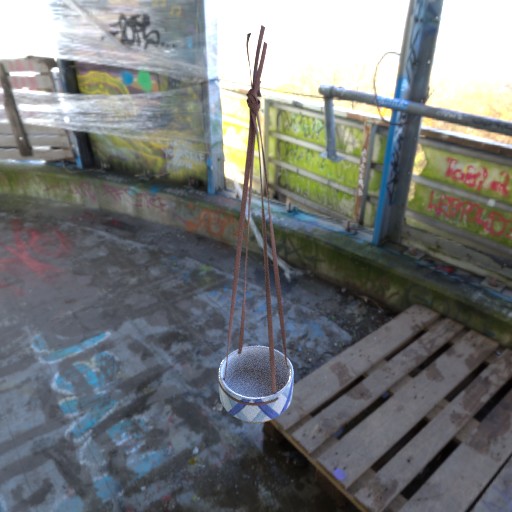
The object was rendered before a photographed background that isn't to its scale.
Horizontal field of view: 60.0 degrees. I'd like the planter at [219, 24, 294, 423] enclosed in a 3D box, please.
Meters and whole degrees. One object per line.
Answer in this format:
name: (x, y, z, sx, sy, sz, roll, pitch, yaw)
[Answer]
planter: (0.000, 0.000, 0.816, 0.166, 0.751, 0.166, -21, 36, -32)
